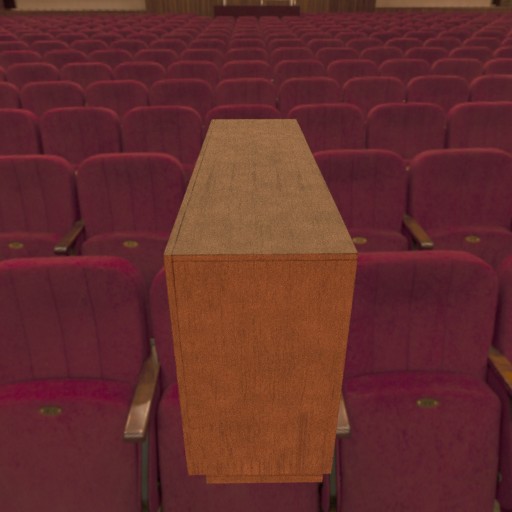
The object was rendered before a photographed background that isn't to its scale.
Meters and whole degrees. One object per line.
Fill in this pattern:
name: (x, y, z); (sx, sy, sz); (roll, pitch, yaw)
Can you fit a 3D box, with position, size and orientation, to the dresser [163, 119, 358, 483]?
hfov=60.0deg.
dresser: (0.000, 0.000, 2.018); (0.483, 0.889, 1.628); (0, 28, -1)
